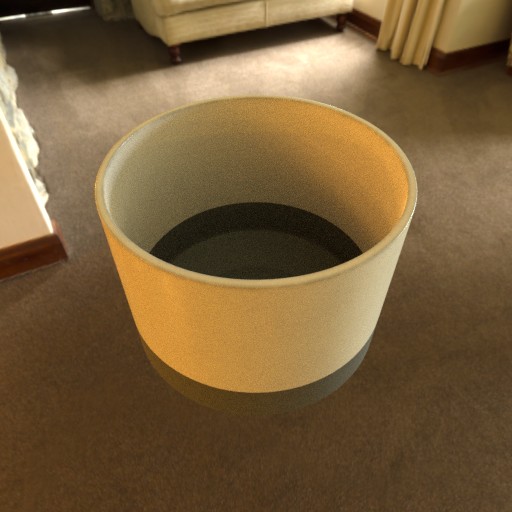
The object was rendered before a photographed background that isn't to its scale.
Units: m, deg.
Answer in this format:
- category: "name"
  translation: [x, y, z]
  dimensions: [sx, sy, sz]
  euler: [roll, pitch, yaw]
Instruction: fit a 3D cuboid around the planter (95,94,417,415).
- category: "planter"
  translation: [0.000, 0.000, 0.219]
  dimensions: [0.128, 0.105, 0.128]
  euler: [0, 46, 0]
